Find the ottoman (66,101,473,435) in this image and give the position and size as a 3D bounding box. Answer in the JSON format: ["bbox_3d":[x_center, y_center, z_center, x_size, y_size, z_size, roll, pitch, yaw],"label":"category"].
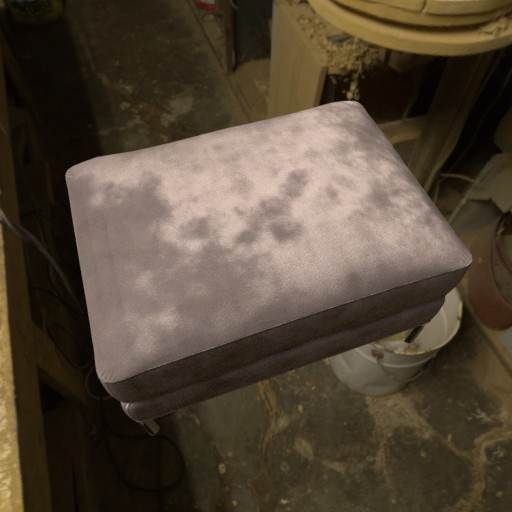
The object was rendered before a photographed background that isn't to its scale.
[{"bbox_3d":[0.000,0.000,1.038,0.719,0.456,0.520,-16,59,-10],"label":"ottoman"}]
